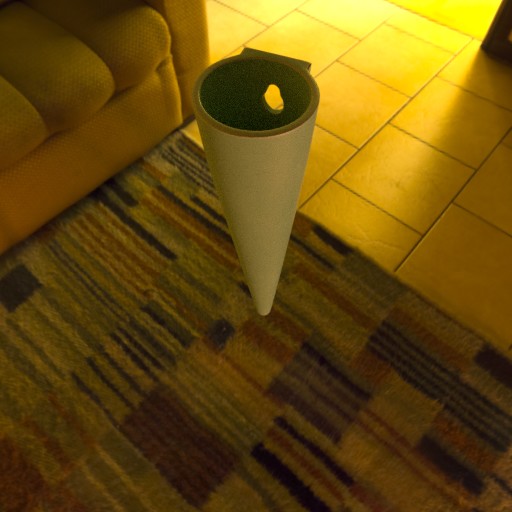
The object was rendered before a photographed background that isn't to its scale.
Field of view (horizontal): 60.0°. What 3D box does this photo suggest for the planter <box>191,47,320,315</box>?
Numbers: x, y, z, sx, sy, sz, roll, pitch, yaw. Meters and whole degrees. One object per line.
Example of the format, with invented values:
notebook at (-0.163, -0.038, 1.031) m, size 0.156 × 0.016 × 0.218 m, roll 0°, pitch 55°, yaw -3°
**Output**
planter at (0.000, 0.000, 0.300) m, size 0.054 × 0.268 × 0.055 m, roll 18°, pitch 61°, yaw 11°
